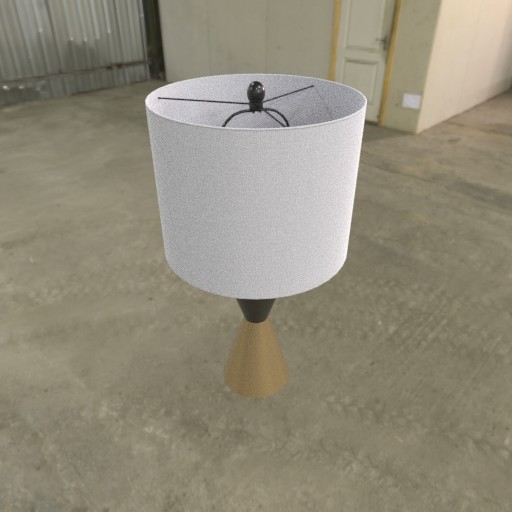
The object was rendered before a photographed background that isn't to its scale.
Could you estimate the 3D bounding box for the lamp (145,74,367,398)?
[{"bbox_3d":[0.000,0.000,0.765,0.304,0.573,0.304,-10,34,-15],"label":"lamp"}]
